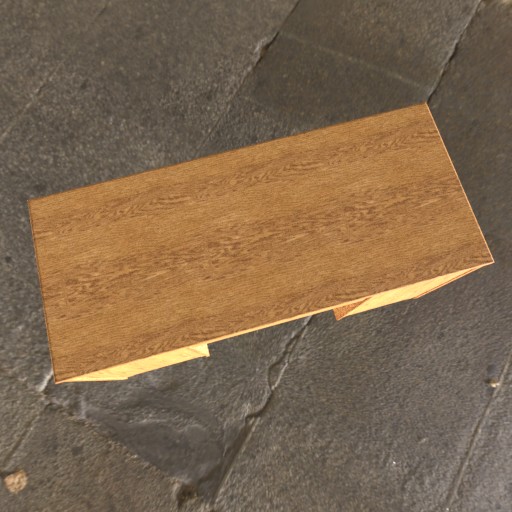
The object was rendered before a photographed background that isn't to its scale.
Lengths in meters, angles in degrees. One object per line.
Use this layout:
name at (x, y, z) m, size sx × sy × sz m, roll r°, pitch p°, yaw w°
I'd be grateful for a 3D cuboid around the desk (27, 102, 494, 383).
desk at (0.000, 0.000, 1.964) m, size 1.567 × 0.751 × 0.685 m, roll -15°, pitch 75°, yaw -4°
